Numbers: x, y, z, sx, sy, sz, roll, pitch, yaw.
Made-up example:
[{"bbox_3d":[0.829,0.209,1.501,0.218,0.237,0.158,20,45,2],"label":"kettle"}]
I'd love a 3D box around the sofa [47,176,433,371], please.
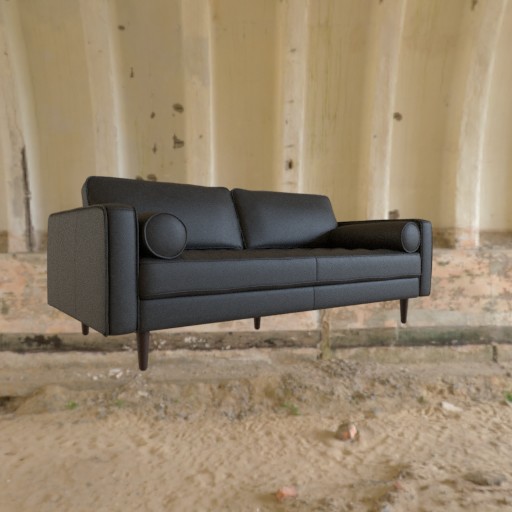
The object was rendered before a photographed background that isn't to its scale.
[{"bbox_3d":[0.000,0.000,2.323,1.879,0.770,0.921,-1,2,-36],"label":"sofa"}]
